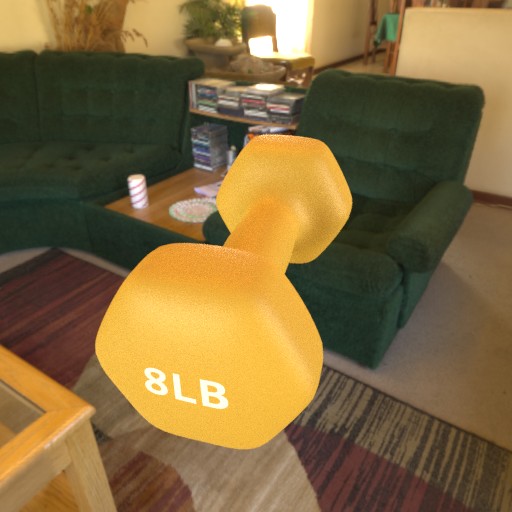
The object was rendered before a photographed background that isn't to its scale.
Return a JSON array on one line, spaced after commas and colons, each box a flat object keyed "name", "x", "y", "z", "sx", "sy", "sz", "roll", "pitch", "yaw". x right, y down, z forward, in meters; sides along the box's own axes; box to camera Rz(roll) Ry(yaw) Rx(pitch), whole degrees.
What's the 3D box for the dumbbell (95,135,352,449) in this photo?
[{"name": "dumbbell", "x": 0.000, "y": 0.000, "z": 0.235, "sx": 0.090, "sy": 0.082, "sz": 0.190, "roll": 8, "pitch": 33, "yaw": 13}]
